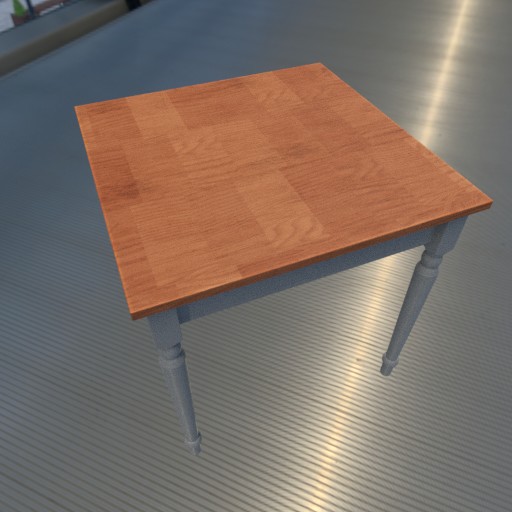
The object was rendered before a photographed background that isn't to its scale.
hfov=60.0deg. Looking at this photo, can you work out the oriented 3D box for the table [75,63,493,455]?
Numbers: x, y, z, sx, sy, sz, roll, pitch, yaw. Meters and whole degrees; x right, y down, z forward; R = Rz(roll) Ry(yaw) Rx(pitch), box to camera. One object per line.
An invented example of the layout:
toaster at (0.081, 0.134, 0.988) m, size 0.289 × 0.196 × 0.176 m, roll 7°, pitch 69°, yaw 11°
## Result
table at (0.000, 0.000, 1.314) m, size 0.747 × 0.738 × 0.747 m, roll -17°, pitch 48°, yaw -16°
